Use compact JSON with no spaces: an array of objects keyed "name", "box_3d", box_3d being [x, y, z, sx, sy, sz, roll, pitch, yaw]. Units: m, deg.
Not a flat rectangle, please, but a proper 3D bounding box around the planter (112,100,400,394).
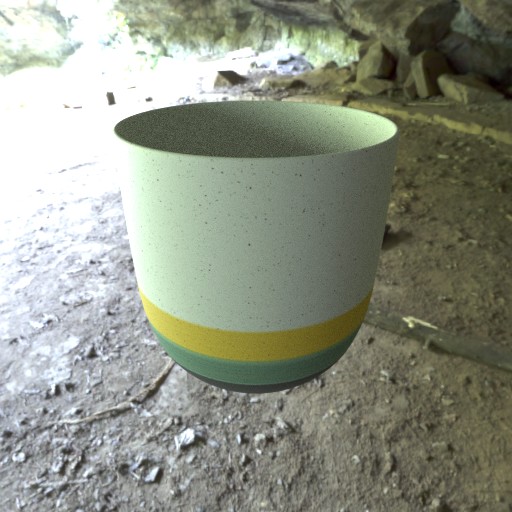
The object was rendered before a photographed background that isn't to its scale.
[{"name":"planter","box_3d":[0.000,0.000,0.361,0.195,0.214,0.195,0,28,0]}]
